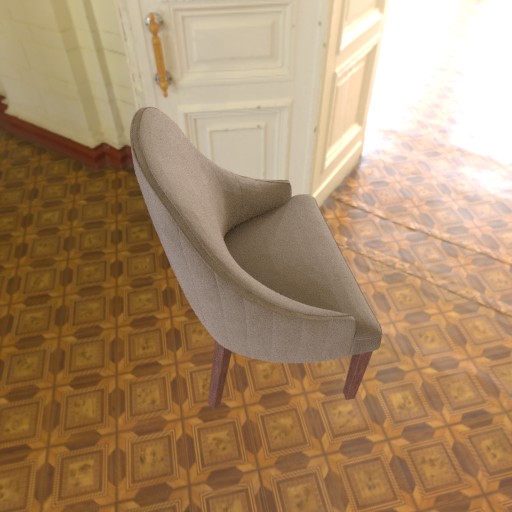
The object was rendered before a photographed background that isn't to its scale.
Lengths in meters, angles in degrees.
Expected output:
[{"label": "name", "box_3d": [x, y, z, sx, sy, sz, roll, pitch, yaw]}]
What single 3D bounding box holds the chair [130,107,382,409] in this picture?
[{"label": "chair", "box_3d": [0.000, 0.000, 1.326, 0.575, 0.889, 0.643, -9, 47, -9]}]
